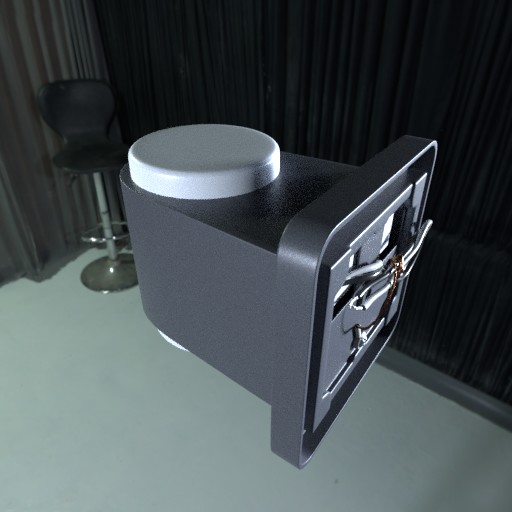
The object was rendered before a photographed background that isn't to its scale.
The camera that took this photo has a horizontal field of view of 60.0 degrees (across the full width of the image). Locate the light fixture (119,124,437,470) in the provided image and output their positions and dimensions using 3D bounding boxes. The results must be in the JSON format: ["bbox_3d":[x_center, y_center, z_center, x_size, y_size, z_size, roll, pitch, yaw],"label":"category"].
[{"bbox_3d":[0.000,0.000,0.208,0.132,0.109,0.109,21,38,29],"label":"light fixture"}]
